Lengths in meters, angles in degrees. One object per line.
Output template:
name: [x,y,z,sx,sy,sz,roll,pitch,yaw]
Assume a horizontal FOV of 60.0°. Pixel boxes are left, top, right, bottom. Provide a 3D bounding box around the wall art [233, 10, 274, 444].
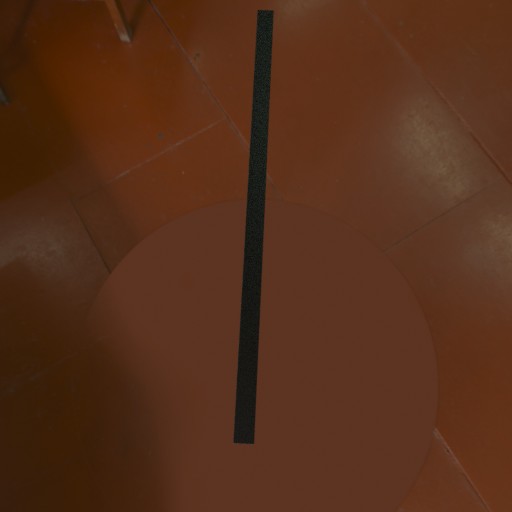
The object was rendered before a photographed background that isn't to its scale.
wall art: [0.000,0.000,1.126,0.031,0.775,0.773,3,76,1]
